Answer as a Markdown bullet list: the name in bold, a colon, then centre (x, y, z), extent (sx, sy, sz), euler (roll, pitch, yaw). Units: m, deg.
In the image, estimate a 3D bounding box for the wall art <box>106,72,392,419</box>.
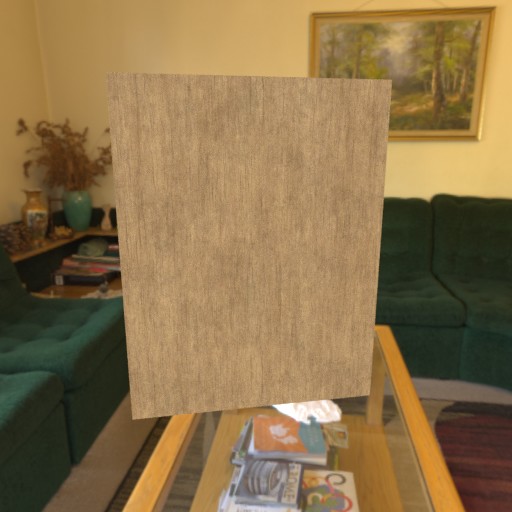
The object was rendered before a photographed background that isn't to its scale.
- **wall art**: centre (0.000, 0.000, 0.907), extent (0.534, 0.686, 0.018), euler (-3, 14, -10)
